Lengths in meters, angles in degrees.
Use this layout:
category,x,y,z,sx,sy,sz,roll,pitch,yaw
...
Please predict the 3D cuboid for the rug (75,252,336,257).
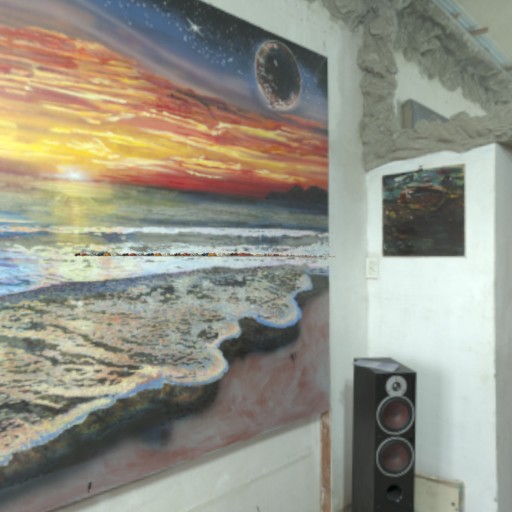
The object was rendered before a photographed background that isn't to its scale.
category,x,y,z,sx,sy,sz,roll,pitch,yaw
rug,0.000,0.000,2.993,0.763,0.015,2.682,0,0,17
